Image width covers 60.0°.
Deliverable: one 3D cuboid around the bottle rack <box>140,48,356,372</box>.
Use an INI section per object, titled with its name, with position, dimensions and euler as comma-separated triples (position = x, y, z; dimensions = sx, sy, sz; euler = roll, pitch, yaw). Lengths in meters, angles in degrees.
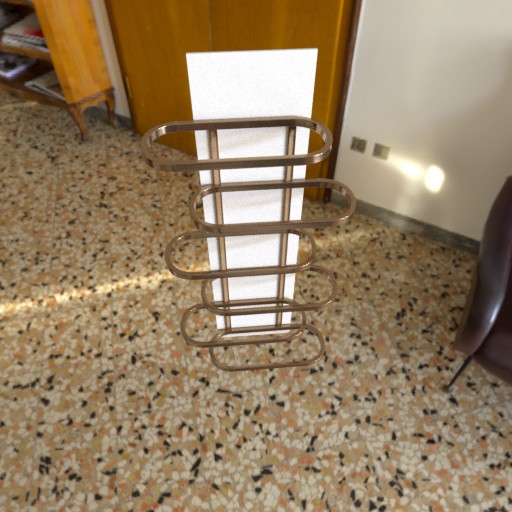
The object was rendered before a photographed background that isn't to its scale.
[bottle rack]
position = 0.000, 0.000, 0.832
dimensions = 0.332, 0.709, 0.118
euler = -4, 47, -3
